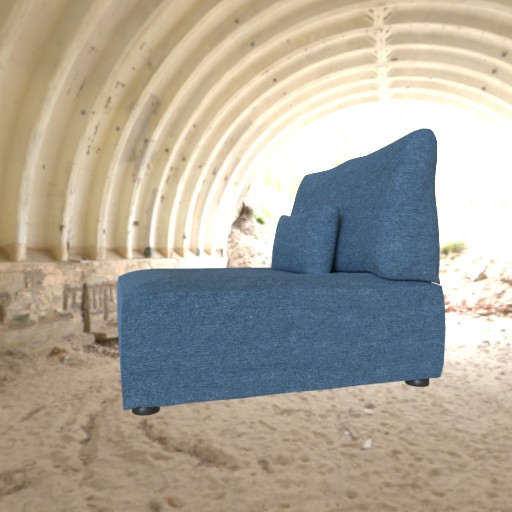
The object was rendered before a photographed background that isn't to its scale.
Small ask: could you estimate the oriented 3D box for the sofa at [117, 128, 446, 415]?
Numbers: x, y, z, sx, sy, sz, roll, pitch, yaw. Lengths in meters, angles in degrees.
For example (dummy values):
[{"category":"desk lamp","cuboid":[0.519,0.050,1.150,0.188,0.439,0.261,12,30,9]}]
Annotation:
[{"category":"sofa","cuboid":[0.000,0.000,1.688,1.000,0.820,0.930,0,0,-18]}]
